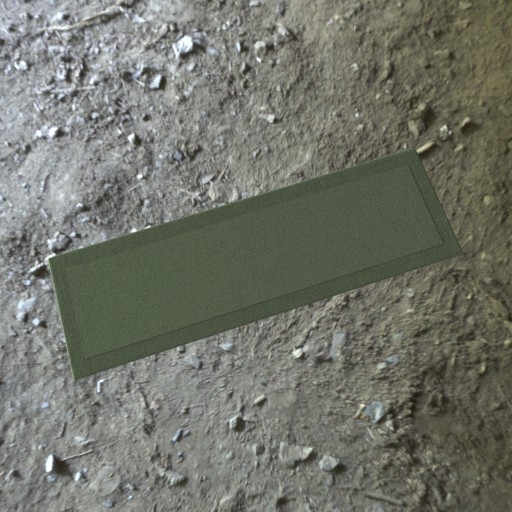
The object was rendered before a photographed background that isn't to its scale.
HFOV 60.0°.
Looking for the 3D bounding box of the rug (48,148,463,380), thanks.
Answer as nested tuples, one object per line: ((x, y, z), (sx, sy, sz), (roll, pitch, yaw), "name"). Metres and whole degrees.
((0.000, 0.000, 2.712), (2.430, 0.012, 0.759), (-17, 76, -4), "rug")
